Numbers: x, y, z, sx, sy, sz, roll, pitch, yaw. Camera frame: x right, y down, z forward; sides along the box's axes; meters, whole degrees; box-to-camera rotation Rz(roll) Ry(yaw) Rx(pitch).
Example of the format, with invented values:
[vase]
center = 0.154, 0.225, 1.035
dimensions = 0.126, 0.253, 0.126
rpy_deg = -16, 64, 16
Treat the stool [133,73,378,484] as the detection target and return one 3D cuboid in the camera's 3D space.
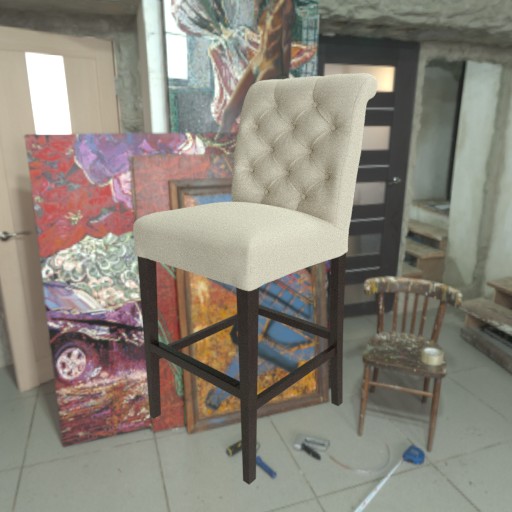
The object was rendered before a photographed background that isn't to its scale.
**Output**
[stool]
center = 0.000, 0.000, 1.430
dimensions = 0.482, 1.118, 0.610
rpy_deg = 14, 21, 39
